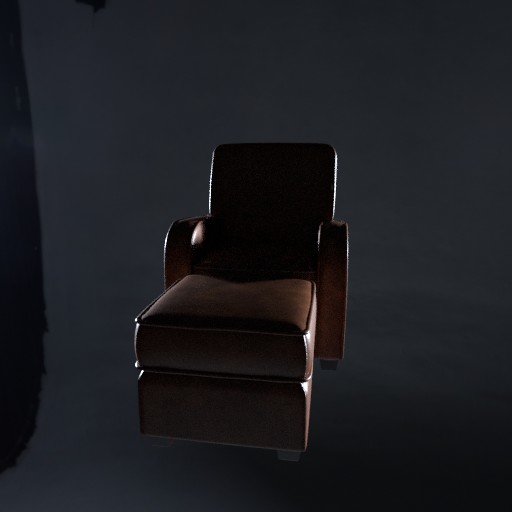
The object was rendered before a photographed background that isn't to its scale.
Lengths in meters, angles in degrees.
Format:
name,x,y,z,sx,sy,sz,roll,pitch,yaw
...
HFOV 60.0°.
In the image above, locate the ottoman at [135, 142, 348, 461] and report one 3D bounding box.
name,x,y,z,sx,sy,sz,roll,pitch,yaw
ottoman,0.000,0.000,1.800,0.732,0.904,1.314,2,14,9
